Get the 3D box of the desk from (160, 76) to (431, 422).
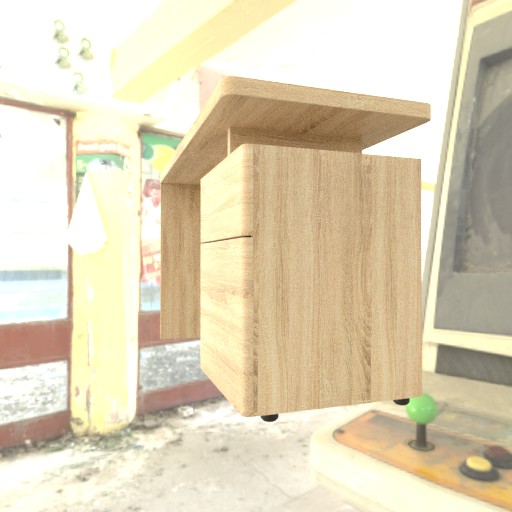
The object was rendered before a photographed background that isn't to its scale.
[{"bbox_3d":[0.000,0.000,1.593,0.550,0.760,1.200,0,0,-19],"label":"desk"}]
